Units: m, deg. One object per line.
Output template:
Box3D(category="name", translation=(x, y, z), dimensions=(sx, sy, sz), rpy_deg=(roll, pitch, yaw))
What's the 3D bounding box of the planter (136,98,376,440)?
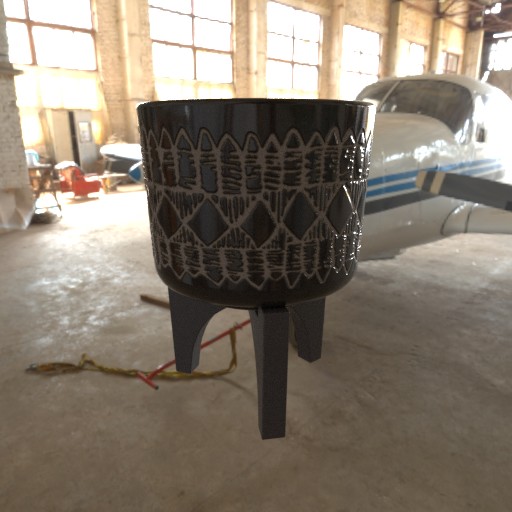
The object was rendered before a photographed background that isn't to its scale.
Box3D(category="planter", translation=(0.000, 0.000, 0.409), dimensions=(0.196, 0.264, 0.196), rpy_deg=(-3, 17, -9))
